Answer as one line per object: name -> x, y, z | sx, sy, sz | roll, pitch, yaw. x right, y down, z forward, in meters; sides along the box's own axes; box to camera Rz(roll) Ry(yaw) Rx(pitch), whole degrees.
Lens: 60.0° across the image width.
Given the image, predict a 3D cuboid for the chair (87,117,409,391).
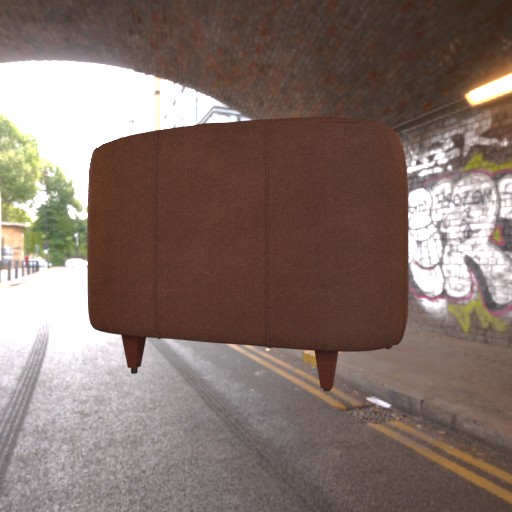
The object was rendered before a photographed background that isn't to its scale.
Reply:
chair -> 0.000, 0.000, 1.717 | 1.118, 0.787, 0.914 | 0, 0, 18
